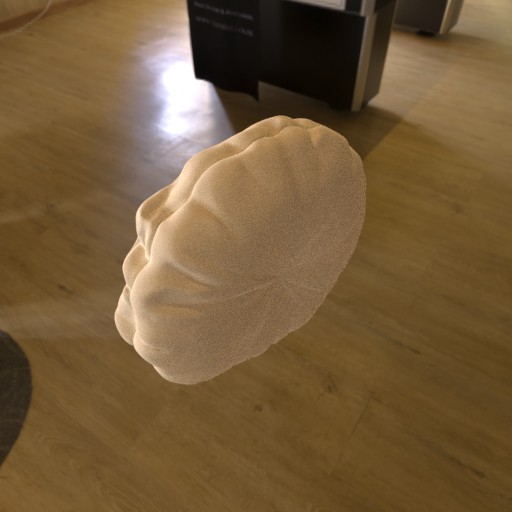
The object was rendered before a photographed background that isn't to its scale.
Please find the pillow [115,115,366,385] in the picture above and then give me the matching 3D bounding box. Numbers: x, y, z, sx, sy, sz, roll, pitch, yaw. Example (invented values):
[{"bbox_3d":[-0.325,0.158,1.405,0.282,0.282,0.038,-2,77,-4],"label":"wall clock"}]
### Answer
[{"bbox_3d":[0.000,0.000,0.651,0.428,0.407,0.148,-31,54,-26],"label":"pillow"}]
